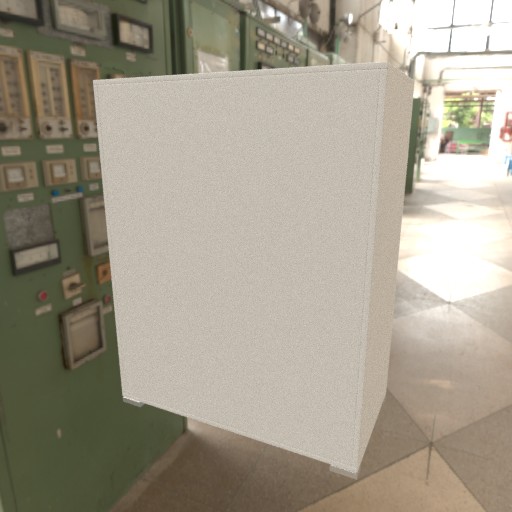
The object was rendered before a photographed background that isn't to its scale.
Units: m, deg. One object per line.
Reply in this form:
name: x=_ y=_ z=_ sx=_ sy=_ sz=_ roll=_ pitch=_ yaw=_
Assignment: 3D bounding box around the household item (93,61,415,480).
household item: x=0.000 y=0.000 z=1.367 sx=0.790 sy=1.010 sz=0.420 roll=8 pitch=18 yaw=25
